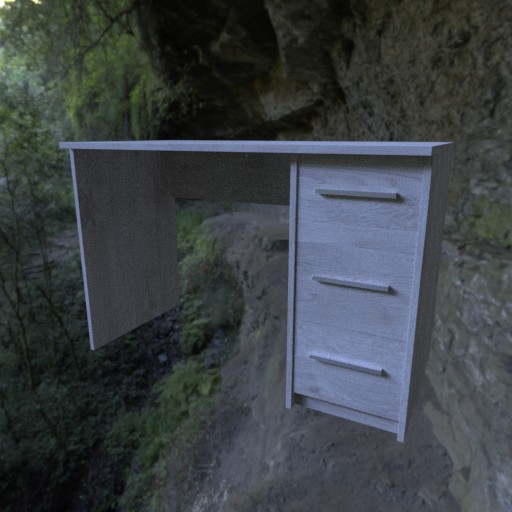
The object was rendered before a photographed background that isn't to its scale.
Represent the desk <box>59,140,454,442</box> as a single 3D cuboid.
[{"bbox_3d":[0.000,0.000,1.479,1.097,0.735,0.560,8,17,26],"label":"desk"}]
